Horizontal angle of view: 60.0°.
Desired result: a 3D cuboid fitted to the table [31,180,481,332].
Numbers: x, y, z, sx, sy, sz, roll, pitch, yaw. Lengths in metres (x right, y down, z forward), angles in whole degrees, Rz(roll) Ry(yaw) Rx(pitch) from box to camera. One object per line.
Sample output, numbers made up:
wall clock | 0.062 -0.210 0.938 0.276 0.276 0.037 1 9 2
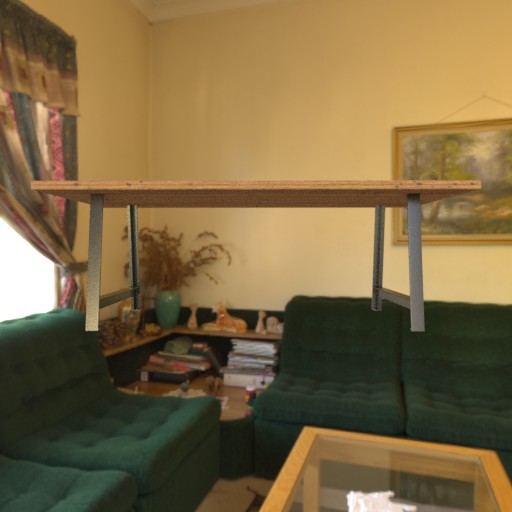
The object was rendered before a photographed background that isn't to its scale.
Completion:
table | 0.000 0.000 2.669 2.200 0.757 1.000 0 1 1
